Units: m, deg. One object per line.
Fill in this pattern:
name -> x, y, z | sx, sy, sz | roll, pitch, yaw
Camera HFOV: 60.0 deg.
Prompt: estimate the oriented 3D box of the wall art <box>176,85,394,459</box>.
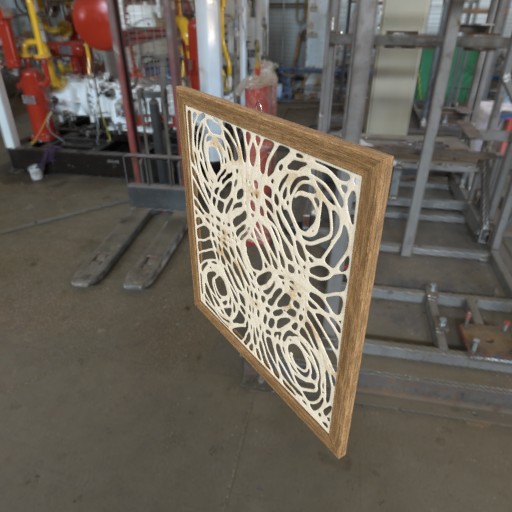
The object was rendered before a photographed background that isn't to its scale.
wall art -> 0.000, 0.000, 0.860 | 0.021, 0.576, 0.561 | -19, 36, -29
